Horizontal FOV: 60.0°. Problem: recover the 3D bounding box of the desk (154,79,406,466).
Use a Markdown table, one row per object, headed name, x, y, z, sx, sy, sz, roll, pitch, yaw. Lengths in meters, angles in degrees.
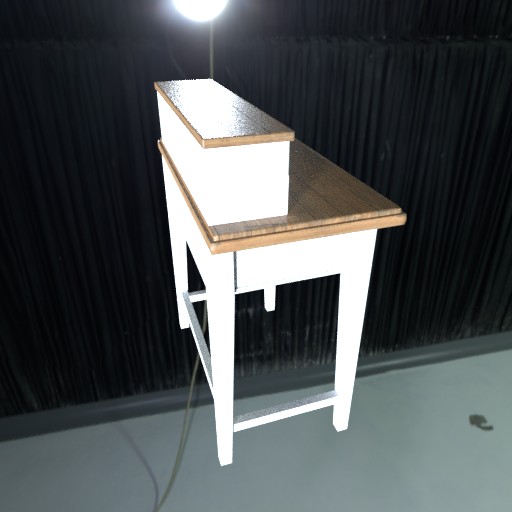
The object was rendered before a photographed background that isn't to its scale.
| name | x | y | z | sx | sy | sz | roll | pitch | yaw |
| --- | --- | --- | --- | --- | --- | --- | --- | --- | --- |
| desk | 0.000 | 0.000 | 1.437 | 0.462 | 0.981 | 0.814 | -9 | 31 | -16 |
